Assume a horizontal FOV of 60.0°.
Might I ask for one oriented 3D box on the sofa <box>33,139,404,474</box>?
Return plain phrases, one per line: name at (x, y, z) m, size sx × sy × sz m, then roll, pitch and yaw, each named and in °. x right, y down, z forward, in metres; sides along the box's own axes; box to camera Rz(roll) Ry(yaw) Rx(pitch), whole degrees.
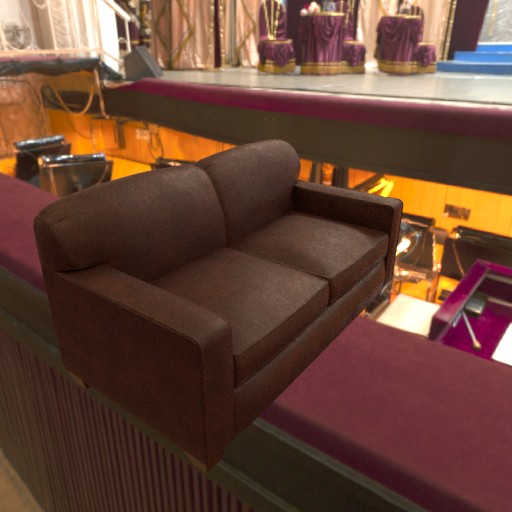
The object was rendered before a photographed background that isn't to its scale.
sofa at (0.000, 0.000, 2.392) m, size 1.000 × 0.966 × 1.856 m, roll 18°, pitch 30°, yaw 33°
